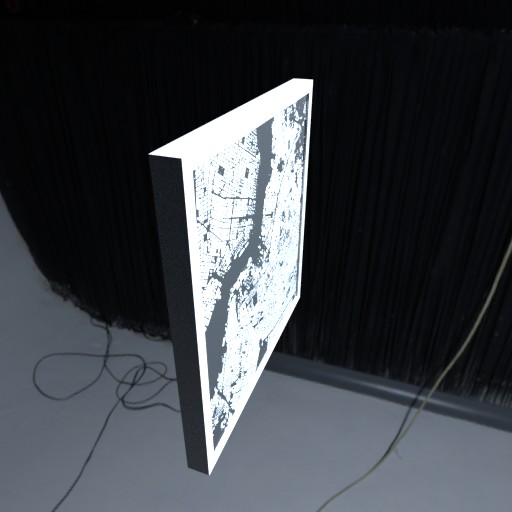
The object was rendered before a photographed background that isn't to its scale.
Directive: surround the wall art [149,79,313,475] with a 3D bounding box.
[{"bbox_3d":[0.000,0.000,0.771,0.038,0.506,0.506,11,32,18],"label":"wall art"}]
